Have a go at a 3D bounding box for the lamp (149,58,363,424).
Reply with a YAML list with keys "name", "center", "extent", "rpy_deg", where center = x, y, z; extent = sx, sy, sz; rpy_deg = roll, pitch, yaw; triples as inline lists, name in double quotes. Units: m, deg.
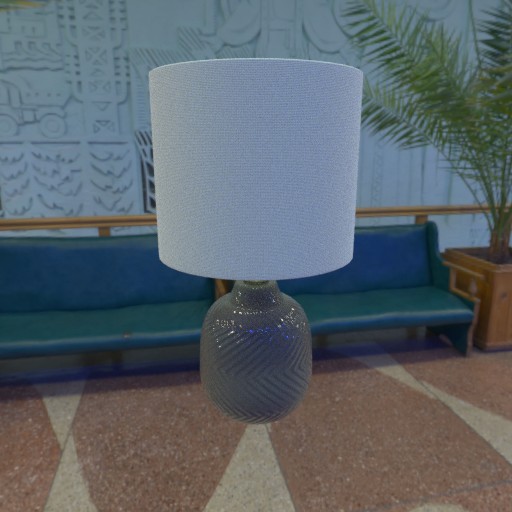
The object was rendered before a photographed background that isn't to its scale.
- name: "lamp"
  center: [0.000, 0.000, 0.484]
  extent: [0.207, 0.366, 0.207]
  rpy_deg: [-2, 15, -9]
